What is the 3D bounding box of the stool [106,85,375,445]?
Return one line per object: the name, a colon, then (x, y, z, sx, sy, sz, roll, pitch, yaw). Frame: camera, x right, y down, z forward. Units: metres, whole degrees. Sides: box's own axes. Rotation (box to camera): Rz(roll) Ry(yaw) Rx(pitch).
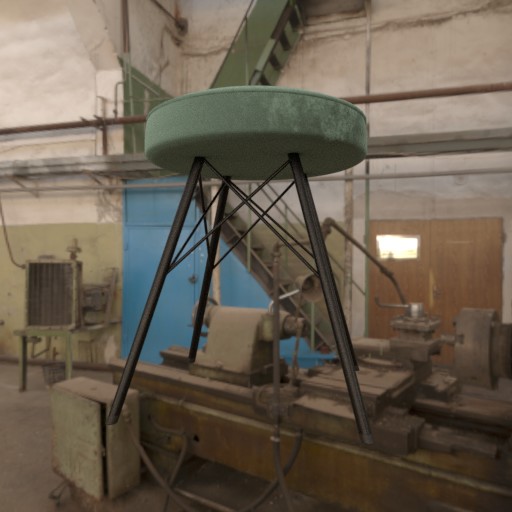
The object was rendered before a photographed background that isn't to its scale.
stool: (0.000, 0.000, 0.841, 0.458, 0.519, 0.457, 0, 1, 19)
